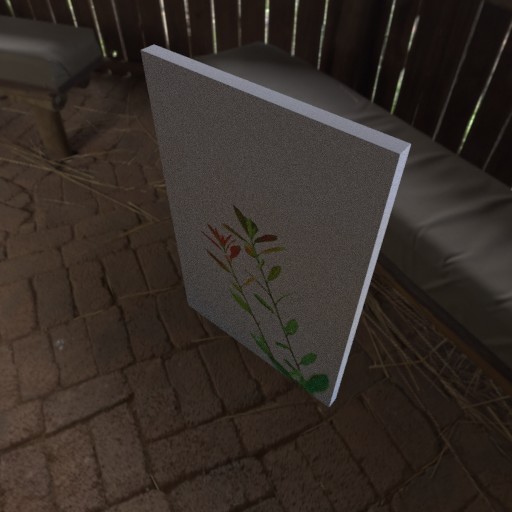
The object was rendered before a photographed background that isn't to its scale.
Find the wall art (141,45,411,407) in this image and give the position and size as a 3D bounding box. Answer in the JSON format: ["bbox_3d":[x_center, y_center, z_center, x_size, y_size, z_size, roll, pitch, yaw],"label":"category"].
[{"bbox_3d":[0.000,0.000,1.166,0.612,0.915,0.039,31,54,26],"label":"wall art"}]
